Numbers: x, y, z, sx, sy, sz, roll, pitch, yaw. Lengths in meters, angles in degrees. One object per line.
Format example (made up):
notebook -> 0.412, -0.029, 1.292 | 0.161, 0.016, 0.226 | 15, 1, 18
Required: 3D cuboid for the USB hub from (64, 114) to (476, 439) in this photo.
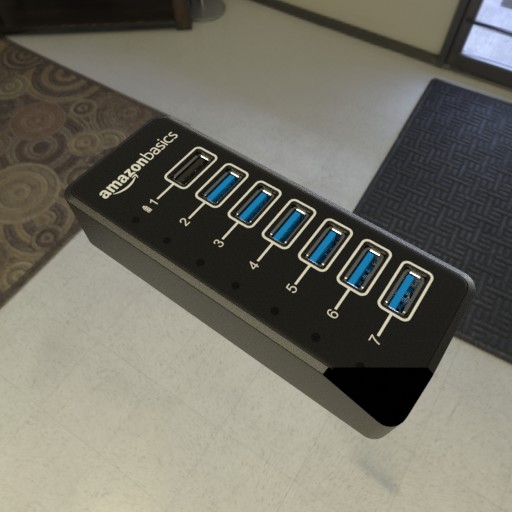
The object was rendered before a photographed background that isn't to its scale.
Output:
USB hub -> 0.000, 0.000, 0.129 | 0.110, 0.023, 0.044 | 32, 63, 18
